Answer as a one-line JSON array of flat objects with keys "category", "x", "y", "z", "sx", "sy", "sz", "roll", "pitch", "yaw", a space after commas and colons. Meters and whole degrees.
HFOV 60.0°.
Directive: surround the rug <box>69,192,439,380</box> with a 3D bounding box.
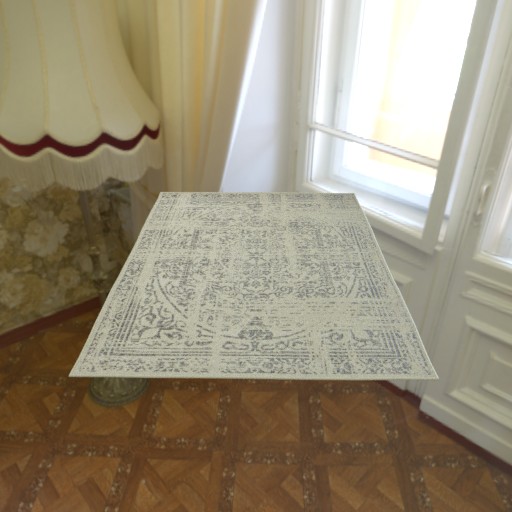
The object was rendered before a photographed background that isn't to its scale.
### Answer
[{"category": "rug", "x": 0.000, "y": 0.000, "z": 3.989, "sx": 2.311, "sy": 0.032, "sz": 2.921, "roll": 0, "pitch": 31, "yaw": 1}]
